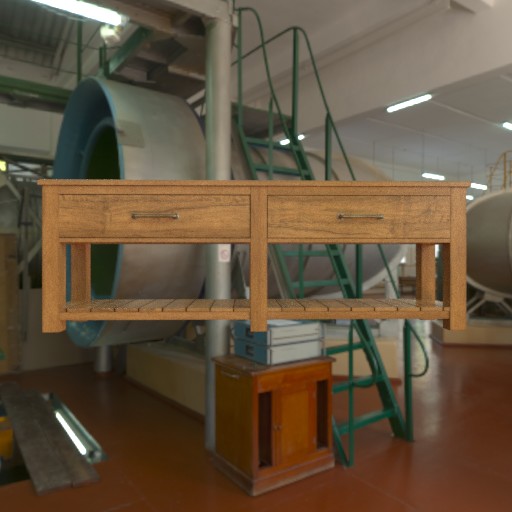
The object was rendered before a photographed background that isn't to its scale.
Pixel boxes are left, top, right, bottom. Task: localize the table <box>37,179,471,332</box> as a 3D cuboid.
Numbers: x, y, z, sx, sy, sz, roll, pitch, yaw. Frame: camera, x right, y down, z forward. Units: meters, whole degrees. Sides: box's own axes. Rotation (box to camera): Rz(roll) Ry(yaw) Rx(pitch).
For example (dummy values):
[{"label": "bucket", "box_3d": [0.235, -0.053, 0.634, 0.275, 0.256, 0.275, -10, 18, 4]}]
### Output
[{"label": "table", "box_3d": [0.000, 0.000, 2.049, 1.815, 0.635, 0.425, 0, 0, -2]}]
